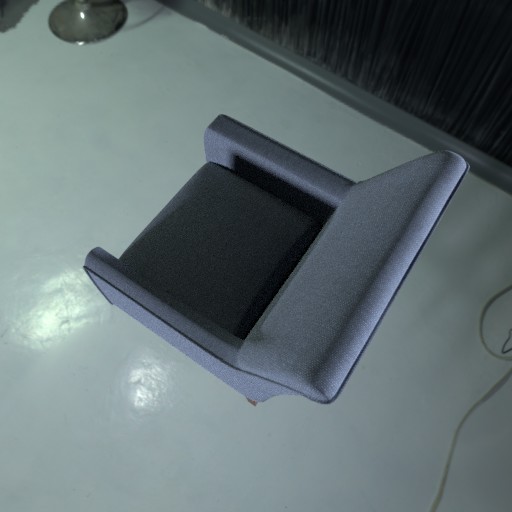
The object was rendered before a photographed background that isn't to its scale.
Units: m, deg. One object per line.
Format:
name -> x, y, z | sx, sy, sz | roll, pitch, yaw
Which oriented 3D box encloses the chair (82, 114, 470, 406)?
chair -> 0.000, 0.000, 1.554 | 0.899, 0.919, 0.780 | 31, 67, 15
